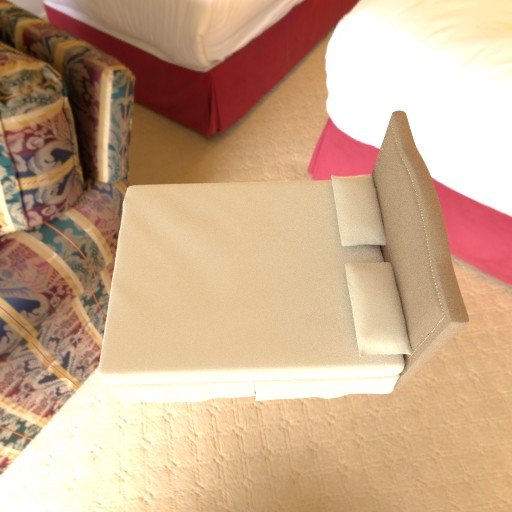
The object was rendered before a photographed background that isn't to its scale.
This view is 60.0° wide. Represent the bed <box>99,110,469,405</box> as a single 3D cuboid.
[{"bbox_3d":[0.000,0.000,3.368,2.282,1.436,1.821,-2,58,-1],"label":"bed"}]
